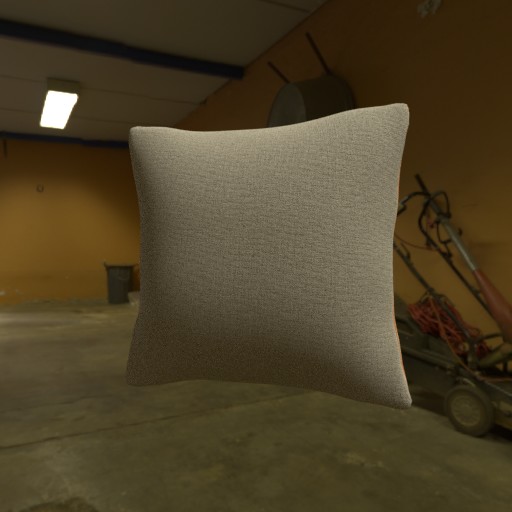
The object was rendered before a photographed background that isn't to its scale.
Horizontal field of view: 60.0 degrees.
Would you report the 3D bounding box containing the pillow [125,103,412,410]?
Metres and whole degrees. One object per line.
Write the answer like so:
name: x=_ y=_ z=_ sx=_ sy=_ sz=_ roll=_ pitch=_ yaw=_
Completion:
pillow: x=0.000 y=0.000 z=0.659 sx=0.437 sy=0.419 sz=0.136 roll=0 pitch=0 yaw=16
